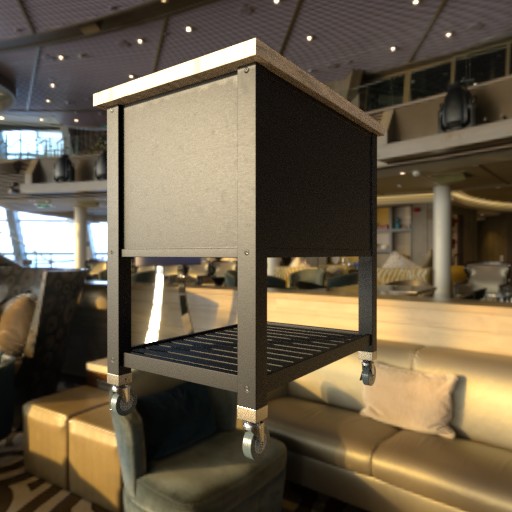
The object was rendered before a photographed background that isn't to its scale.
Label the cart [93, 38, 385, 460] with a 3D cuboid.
[{"bbox_3d":[0.000,0.000,1.420,0.567,0.920,0.797,0,0,35],"label":"cart"}]
